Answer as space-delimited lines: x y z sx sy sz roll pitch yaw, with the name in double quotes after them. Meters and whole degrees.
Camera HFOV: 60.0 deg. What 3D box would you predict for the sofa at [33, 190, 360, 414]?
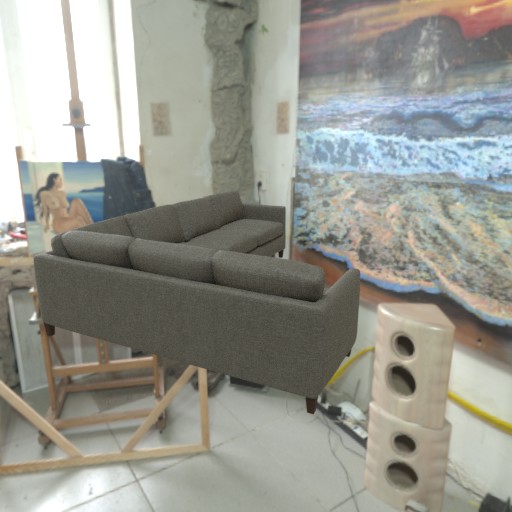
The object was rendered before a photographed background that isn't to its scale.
0.000 0.000 4.610 2.593 0.947 3.302 8 18 26 "sofa"
